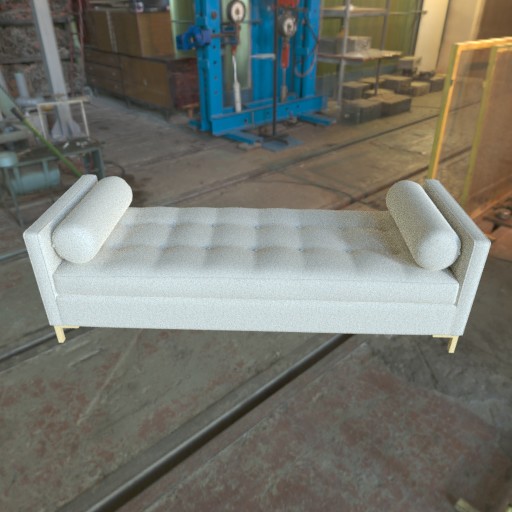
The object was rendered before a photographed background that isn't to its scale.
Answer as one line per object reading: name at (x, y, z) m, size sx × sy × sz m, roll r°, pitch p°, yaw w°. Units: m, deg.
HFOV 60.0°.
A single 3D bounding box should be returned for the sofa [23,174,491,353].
sofa at (0.000, 0.000, 2.314) m, size 1.985 × 0.641 × 0.746 m, roll 1°, pitch 31°, yaw 2°
